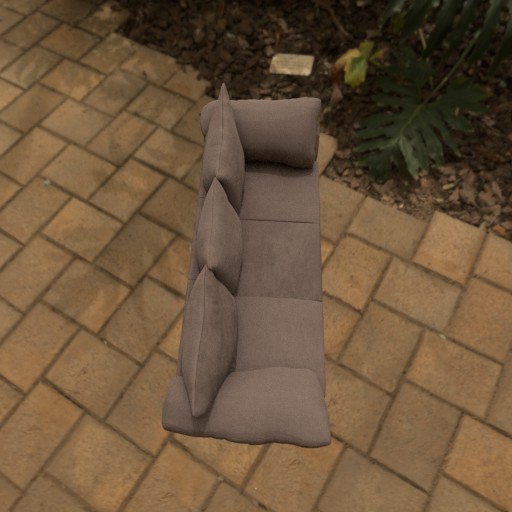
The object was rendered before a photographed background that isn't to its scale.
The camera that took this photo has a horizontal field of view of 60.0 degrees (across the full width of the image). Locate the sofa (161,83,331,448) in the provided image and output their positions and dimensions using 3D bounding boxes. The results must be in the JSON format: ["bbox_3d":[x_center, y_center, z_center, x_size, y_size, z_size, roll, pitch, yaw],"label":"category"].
[{"bbox_3d":[0.000,0.000,2.962,0.893,0.981,2.377,2,62,1],"label":"sofa"}]
